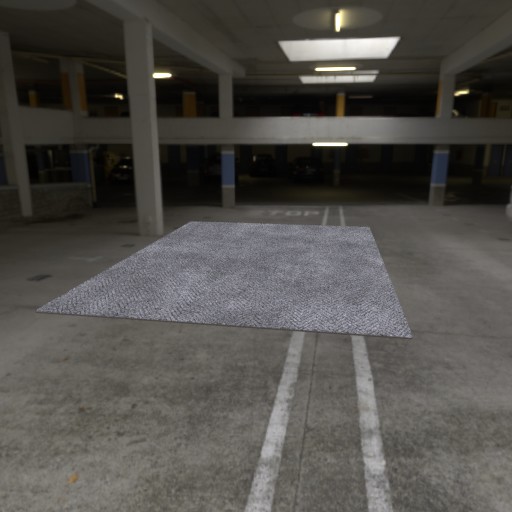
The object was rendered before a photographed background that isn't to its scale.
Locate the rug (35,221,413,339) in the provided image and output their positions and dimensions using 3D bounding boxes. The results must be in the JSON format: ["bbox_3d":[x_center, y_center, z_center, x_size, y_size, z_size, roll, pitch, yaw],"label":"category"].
[{"bbox_3d":[0.000,0.000,2.885,1.600,0.008,2.235,3,15,9],"label":"rug"}]
